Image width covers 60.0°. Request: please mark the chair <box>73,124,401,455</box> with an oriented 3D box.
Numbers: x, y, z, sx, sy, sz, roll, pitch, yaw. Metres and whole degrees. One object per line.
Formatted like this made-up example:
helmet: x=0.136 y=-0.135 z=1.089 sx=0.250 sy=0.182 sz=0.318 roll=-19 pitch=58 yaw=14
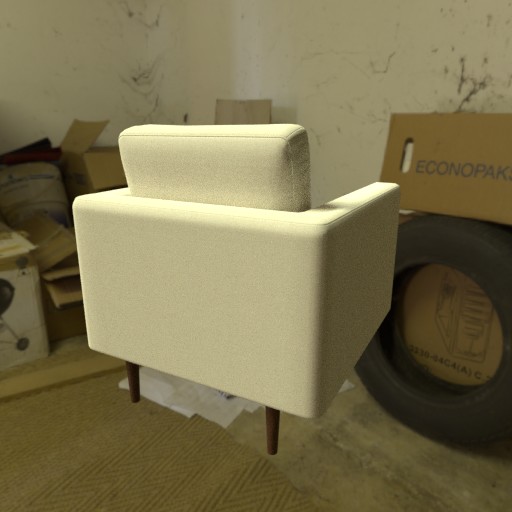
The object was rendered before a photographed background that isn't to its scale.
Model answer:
chair: x=0.000 y=0.000 z=1.582 sx=0.831 sy=0.899 sz=0.879 roll=9 pitch=18 yaw=27
